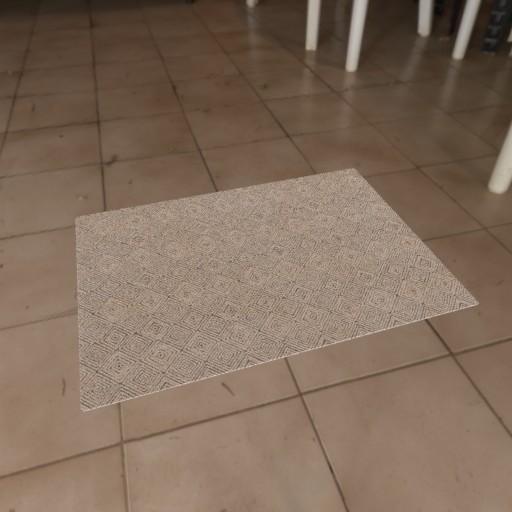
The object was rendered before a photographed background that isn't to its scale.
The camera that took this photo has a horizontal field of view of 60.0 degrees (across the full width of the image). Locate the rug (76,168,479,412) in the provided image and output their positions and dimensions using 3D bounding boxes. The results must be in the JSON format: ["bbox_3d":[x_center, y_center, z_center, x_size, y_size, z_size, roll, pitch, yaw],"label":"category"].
[{"bbox_3d":[0.000,0.000,2.906,2.238,0.008,1.593,-12,43,-13],"label":"rug"}]
